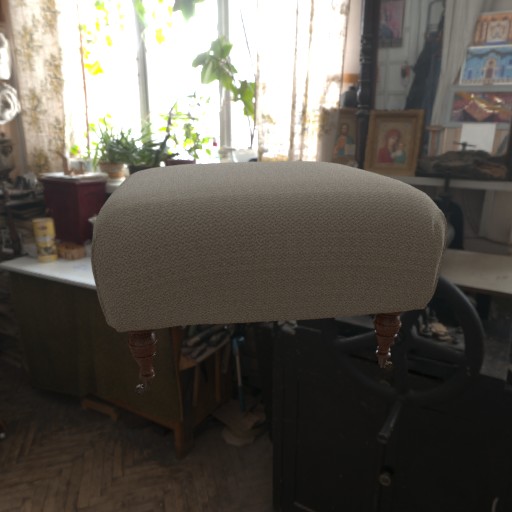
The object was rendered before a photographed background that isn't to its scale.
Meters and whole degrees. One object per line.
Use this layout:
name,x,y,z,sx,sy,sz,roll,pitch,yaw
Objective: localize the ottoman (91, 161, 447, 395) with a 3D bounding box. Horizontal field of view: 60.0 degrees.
ottoman,0.000,0.000,1.098,0.684,0.447,0.622,-3,17,-9
